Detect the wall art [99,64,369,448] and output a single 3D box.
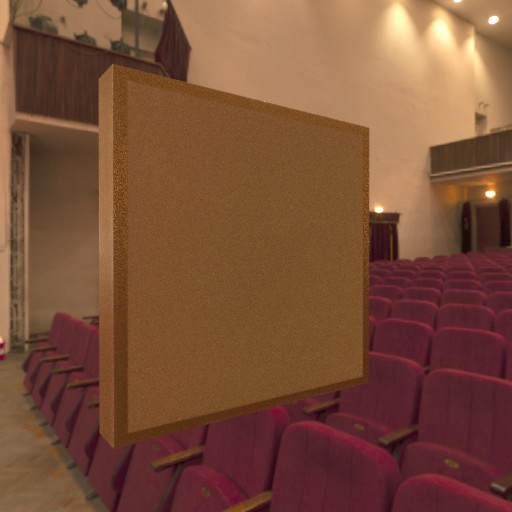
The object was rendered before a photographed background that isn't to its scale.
[{"bbox_3d":[0.000,0.000,0.455,0.306,0.305,0.038,0,1,-36],"label":"wall art"}]
